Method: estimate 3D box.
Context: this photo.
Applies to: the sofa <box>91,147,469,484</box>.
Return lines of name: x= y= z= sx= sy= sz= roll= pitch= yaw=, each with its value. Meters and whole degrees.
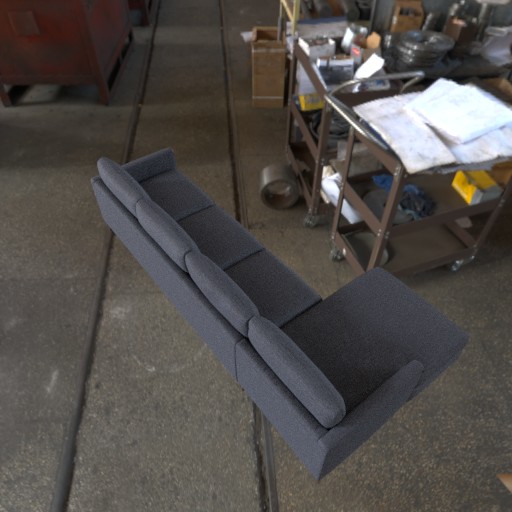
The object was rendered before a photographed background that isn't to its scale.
sofa: x=0.000 y=0.000 z=2.856 sx=1.125 sy=0.673 sz=2.445 roll=-30 pitch=54 yaw=-25
